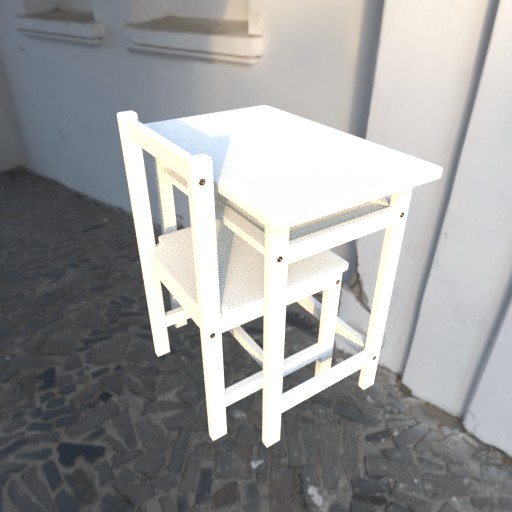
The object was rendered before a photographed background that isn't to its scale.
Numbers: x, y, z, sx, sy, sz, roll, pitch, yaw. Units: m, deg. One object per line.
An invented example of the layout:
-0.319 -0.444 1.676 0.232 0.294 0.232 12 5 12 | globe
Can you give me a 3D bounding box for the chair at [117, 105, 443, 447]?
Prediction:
0.000 0.000 1.073 0.461 0.673 0.599 -19 37 -28 | chair
